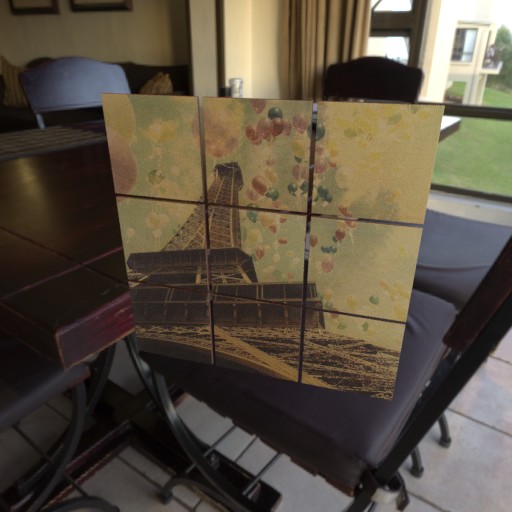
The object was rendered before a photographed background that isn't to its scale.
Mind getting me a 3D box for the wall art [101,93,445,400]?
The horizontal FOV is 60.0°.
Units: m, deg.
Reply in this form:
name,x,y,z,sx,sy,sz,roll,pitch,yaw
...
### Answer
name,x,y,z,sx,sy,sz,roll,pitch,yaw
wall art,0.000,0.000,1.850,1.256,1.246,0.017,7,27,15
